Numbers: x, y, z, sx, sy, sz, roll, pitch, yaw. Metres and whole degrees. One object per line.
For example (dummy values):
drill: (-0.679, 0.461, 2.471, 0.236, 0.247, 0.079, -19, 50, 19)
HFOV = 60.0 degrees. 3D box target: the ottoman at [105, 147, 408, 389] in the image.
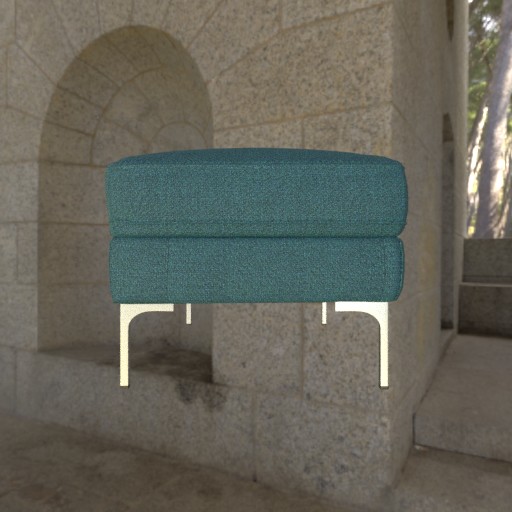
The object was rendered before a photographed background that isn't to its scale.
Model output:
ottoman: (0.000, 0.000, 1.212, 0.563, 0.498, 0.856, 0, 0, 0)
